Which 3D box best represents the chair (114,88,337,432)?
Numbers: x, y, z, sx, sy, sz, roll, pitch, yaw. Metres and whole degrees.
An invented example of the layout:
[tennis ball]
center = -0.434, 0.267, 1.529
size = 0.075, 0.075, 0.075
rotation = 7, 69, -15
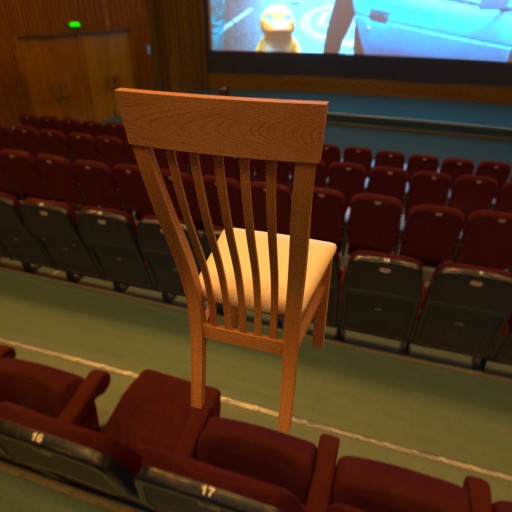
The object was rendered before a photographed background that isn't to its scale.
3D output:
[chair]
center = 0.000, 0.000, 1.369
size = 0.450, 1.050, 0.580
rotation = 9, 32, 15
